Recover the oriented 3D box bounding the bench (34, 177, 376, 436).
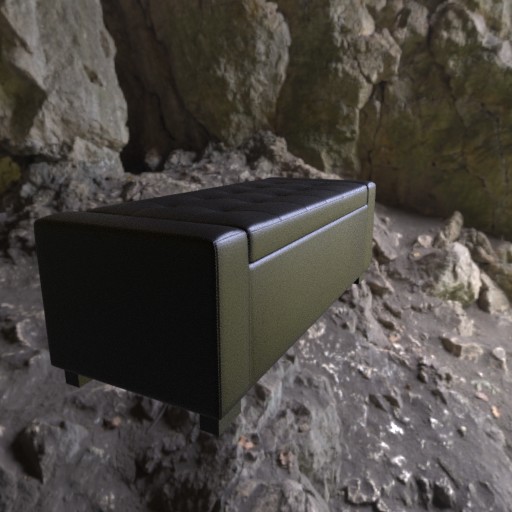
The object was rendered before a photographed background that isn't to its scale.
[{"bbox_3d":[0.000,0.000,1.513,0.508,0.445,1.296,7,16,26],"label":"bench"}]
